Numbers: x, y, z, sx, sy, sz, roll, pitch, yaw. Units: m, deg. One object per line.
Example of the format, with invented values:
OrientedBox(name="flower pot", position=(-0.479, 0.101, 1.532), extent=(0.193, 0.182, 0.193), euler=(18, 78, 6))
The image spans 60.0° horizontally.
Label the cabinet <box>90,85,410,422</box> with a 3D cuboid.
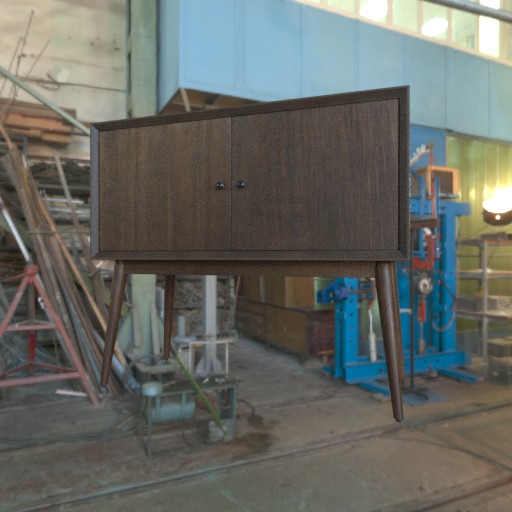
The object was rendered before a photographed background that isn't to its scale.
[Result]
OrientedBox(name="cabinet", position=(0.000, 0.000, 1.134), extent=(0.743, 0.654, 0.354), euler=(0, 0, 19))
